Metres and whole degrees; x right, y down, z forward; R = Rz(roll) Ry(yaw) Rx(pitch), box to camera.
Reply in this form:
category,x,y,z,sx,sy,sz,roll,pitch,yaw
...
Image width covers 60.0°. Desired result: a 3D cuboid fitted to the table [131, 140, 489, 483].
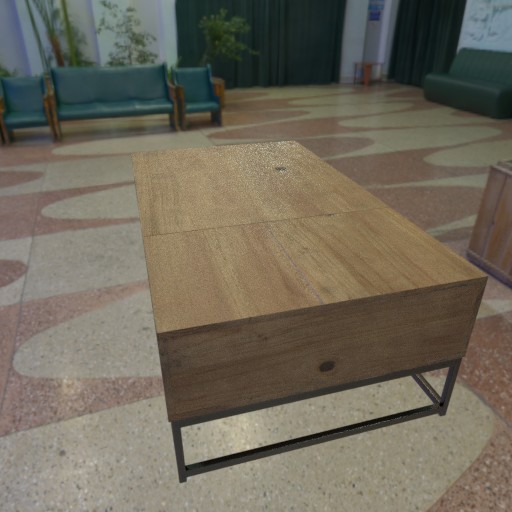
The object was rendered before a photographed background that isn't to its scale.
category,x,y,z,sx,sy,sz,roll,pitch,yaw
table,0.000,0.000,1.360,0.655,0.395,1.101,-8,30,-14
